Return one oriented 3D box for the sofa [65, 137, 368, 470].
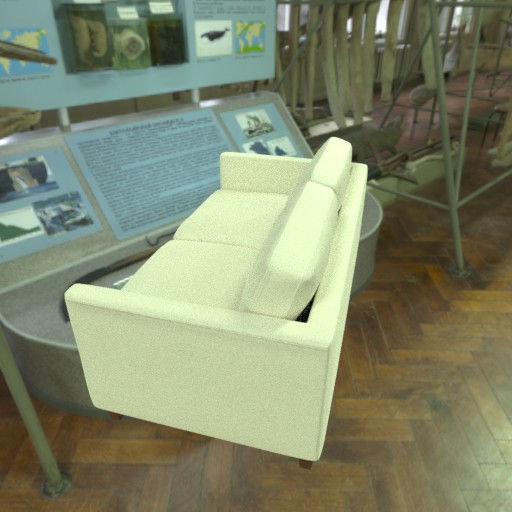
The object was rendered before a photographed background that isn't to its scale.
[{"bbox_3d":[0.000,0.000,2.230,0.964,0.888,1.702,8,32,14],"label":"sofa"}]
